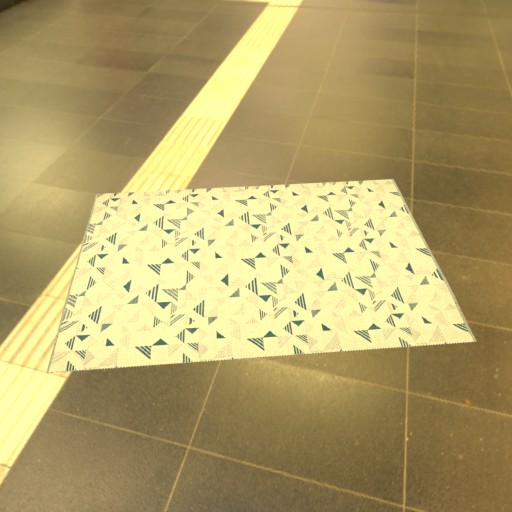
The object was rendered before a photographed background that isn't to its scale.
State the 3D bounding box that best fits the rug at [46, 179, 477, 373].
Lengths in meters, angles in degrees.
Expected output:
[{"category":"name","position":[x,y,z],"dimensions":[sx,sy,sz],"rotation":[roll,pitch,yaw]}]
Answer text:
[{"category":"rug","position":[0.000,0.000,2.293],"dimensions":[1.835,0.003,1.206],"rotation":[-3,45,-3]}]
